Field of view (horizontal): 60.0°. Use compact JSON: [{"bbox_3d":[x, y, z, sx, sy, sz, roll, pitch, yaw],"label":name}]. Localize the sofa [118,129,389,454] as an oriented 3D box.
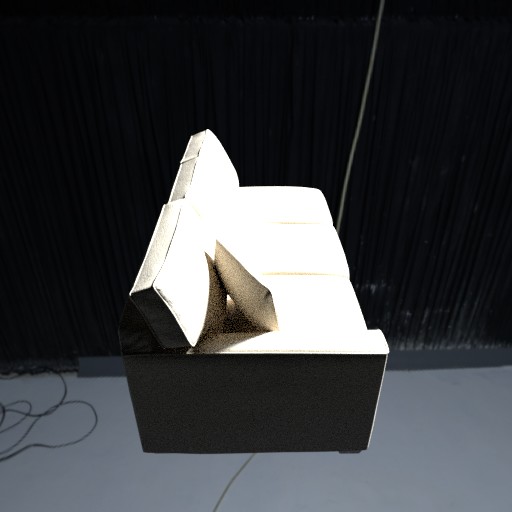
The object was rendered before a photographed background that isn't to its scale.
[{"bbox_3d":[0.000,0.000,2.557,1.034,0.946,1.962,0,31,0],"label":"sofa"}]
